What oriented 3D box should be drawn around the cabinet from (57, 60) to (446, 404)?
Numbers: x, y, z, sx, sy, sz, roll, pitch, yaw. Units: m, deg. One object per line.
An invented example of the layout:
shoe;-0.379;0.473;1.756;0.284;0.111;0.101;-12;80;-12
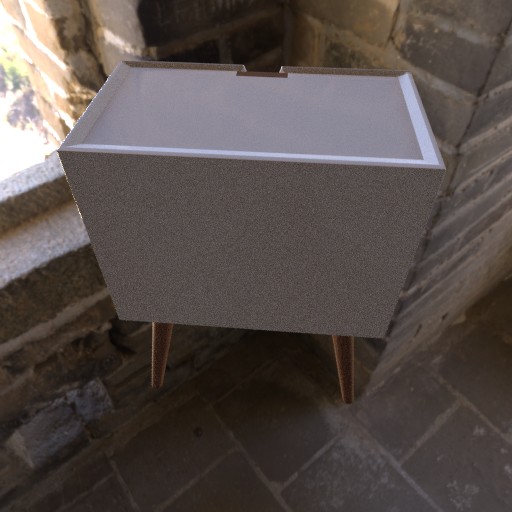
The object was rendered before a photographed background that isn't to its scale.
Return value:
cabinet;0.000;0.000;1.063;0.591;0.772;0.344;3;46;3
